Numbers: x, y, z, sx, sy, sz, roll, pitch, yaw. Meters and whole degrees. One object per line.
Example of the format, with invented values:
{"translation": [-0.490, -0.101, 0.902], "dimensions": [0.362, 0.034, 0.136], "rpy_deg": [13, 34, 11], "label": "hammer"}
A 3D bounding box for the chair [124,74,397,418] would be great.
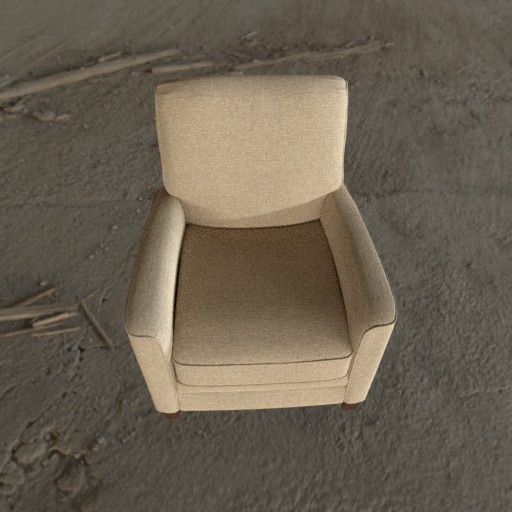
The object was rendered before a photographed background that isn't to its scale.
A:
{"translation": [0.000, 0.000, 1.638], "dimensions": [0.841, 1.028, 0.858], "rpy_deg": [-2, 47, -2], "label": "chair"}
